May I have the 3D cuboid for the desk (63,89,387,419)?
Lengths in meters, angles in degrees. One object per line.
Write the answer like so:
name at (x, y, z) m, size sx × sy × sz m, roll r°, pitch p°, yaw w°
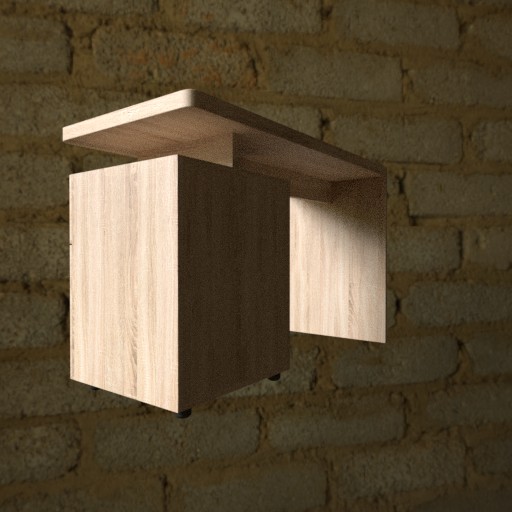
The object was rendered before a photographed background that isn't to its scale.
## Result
desk at (0.000, 0.000, 1.625) m, size 0.550 × 0.760 × 1.200 m, roll 1°, pitch 1°, yaw 37°
